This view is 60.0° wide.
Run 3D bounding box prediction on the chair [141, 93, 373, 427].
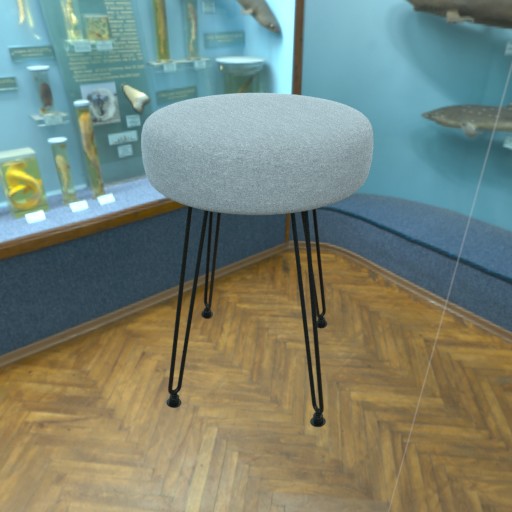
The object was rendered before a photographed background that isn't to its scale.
[{"bbox_3d":[0.000,0.000,0.683,0.350,0.440,0.350,-21,37,-31],"label":"chair"}]
